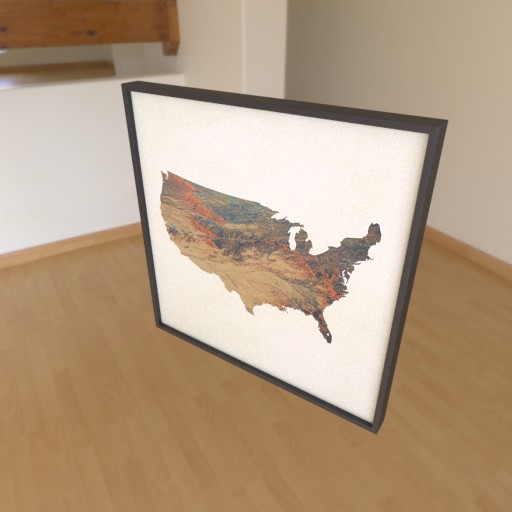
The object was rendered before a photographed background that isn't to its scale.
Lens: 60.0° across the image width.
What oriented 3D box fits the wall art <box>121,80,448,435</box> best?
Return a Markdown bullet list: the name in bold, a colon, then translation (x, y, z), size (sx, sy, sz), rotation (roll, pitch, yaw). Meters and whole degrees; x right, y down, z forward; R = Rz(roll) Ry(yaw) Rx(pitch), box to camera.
- **wall art**: translation (0.000, 0.000, 0.744), size (0.507, 0.507, 0.038), rotation (19, 35, 29)
